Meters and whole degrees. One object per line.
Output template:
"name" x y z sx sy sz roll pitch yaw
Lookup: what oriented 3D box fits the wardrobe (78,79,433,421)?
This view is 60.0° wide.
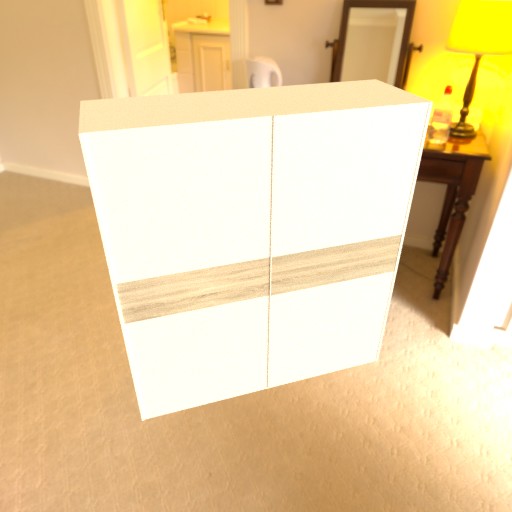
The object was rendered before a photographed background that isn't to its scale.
"wardrobe" 0.000 0.000 2.975 1.830 2.020 0.600 -10 34 -15
